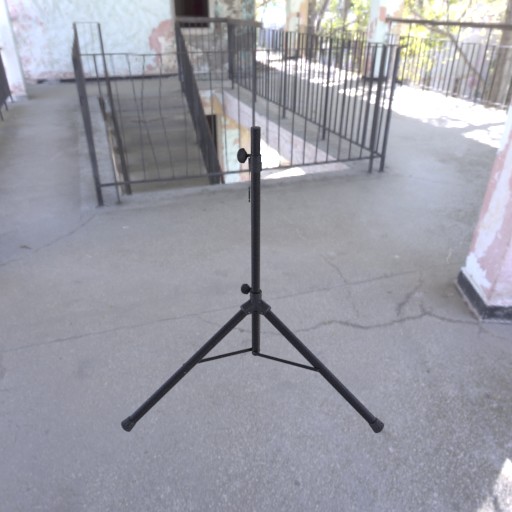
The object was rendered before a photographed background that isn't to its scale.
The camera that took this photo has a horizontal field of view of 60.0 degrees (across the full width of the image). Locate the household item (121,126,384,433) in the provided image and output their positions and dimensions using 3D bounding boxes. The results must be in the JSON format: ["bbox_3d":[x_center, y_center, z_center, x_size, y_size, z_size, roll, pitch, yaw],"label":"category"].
[{"bbox_3d":[0.000,0.000,1.855,1.045,1.136,0.907,1,30,2],"label":"household item"}]
